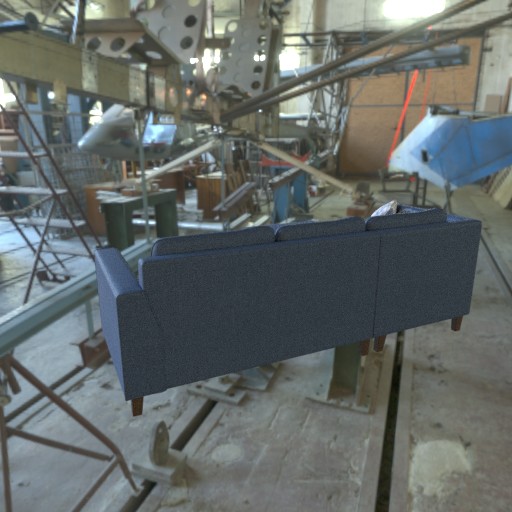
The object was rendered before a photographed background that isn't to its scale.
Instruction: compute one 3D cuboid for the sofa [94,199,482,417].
[{"bbox_3d":[0.000,0.000,3.058,2.120,0.787,1.829,-7,18,-25],"label":"sofa"}]
